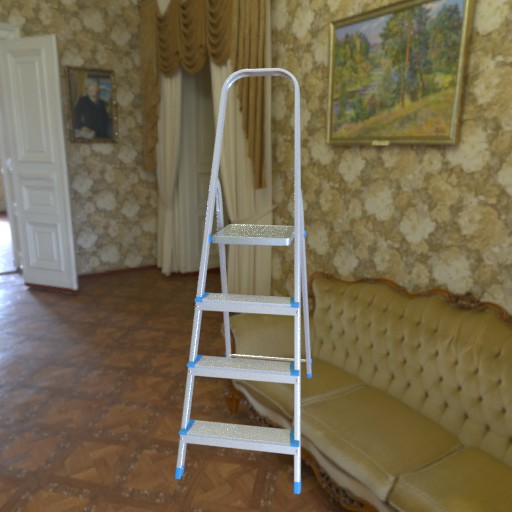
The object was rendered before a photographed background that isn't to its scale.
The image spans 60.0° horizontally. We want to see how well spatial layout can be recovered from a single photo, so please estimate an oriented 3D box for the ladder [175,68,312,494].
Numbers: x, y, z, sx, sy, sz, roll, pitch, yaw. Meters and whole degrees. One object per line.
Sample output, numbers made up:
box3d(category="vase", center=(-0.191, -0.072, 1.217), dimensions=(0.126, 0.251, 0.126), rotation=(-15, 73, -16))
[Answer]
box3d(category="ladder", center=(0.000, 0.000, 1.767), dimensions=(0.445, 1.434, 0.842), rotation=(2, 13, 9))
